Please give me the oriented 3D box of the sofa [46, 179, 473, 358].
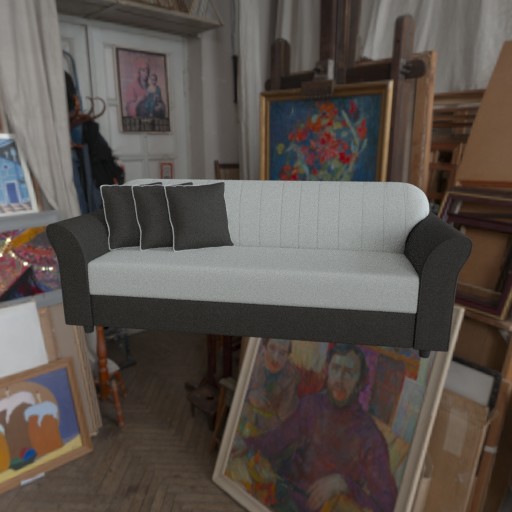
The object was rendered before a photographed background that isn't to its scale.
[{"bbox_3d":[0.000,0.000,2.450,2.001,0.787,0.755,2,14,9],"label":"sofa"}]
